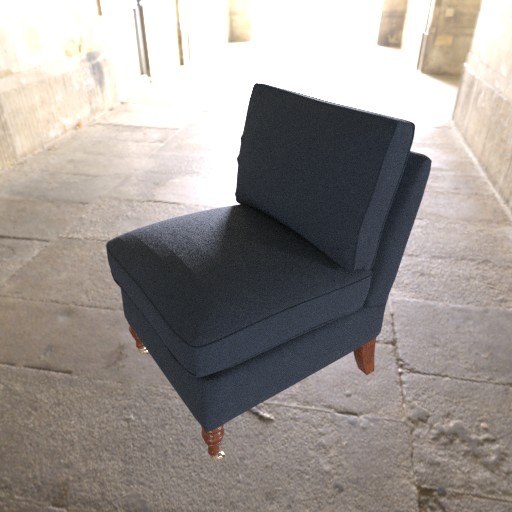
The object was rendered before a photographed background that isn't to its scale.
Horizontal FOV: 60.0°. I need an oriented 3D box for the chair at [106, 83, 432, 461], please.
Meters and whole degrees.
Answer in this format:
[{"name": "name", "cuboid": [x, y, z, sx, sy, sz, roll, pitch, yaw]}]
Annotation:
[{"name": "chair", "cuboid": [0.000, 0.000, 1.617, 0.912, 1.052, 0.724, -20, 37, -29]}]
